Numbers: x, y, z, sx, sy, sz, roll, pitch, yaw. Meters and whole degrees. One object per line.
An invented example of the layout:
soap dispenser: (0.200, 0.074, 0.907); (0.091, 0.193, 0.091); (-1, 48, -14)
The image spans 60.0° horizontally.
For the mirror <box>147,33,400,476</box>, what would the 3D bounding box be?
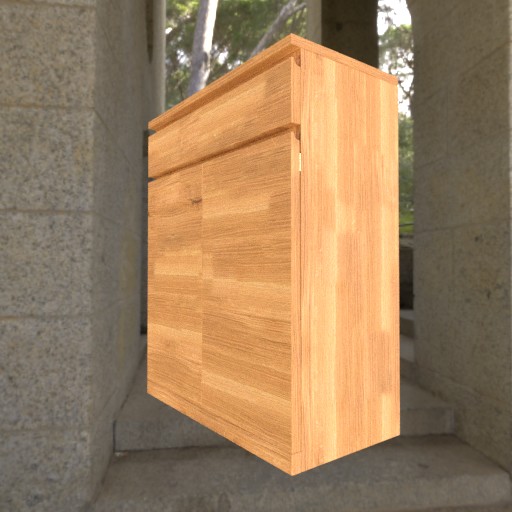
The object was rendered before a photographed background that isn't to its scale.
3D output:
mirror: (0.000, 0.000, 1.438); (0.400, 1.000, 0.800); (1, -1, -37)
